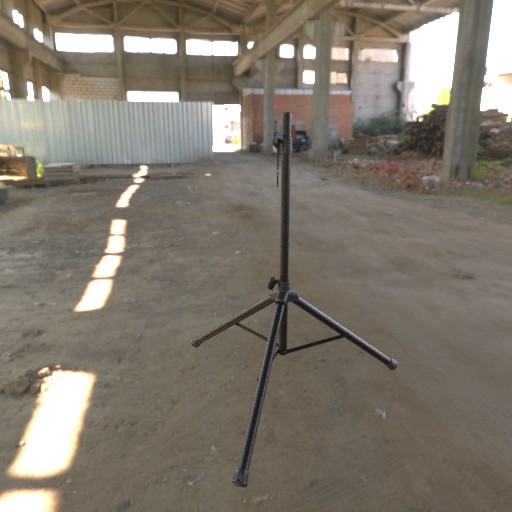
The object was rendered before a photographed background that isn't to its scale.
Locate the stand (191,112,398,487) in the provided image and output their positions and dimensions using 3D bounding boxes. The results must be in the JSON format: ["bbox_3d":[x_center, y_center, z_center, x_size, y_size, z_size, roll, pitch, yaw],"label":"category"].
[{"bbox_3d":[0.000,0.000,1.859,0.907,1.136,1.045,15,21,43],"label":"stand"}]
